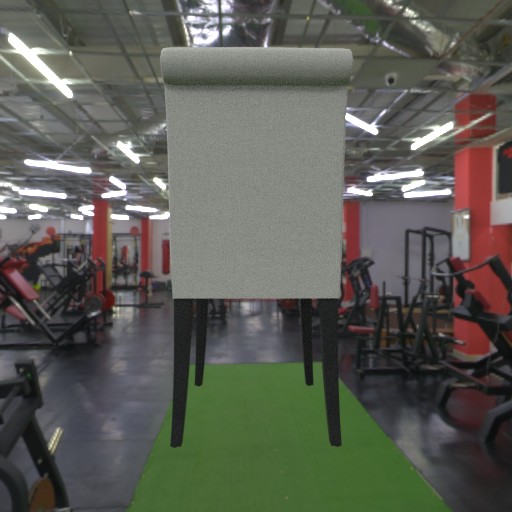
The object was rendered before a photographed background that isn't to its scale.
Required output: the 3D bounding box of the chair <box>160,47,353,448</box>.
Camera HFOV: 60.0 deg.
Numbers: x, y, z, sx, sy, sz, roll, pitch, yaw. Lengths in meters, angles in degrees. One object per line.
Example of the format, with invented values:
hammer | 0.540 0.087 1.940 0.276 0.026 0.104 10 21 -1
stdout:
chair | 0.000 0.000 1.357 0.452 0.976 0.708 0 0 -1
